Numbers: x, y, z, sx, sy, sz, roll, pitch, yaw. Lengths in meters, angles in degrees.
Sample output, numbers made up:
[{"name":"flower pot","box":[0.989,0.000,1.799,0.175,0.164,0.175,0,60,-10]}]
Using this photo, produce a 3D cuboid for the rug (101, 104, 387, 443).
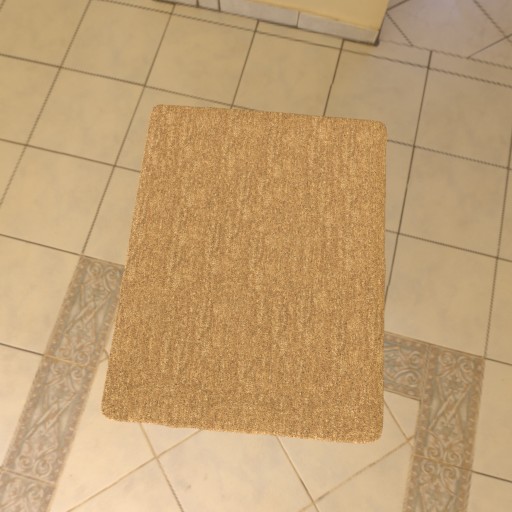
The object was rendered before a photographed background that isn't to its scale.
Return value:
[{"name":"rug","box":[0.000,0.000,3.815,2.242,0.050,2.873,5,75,1]}]
